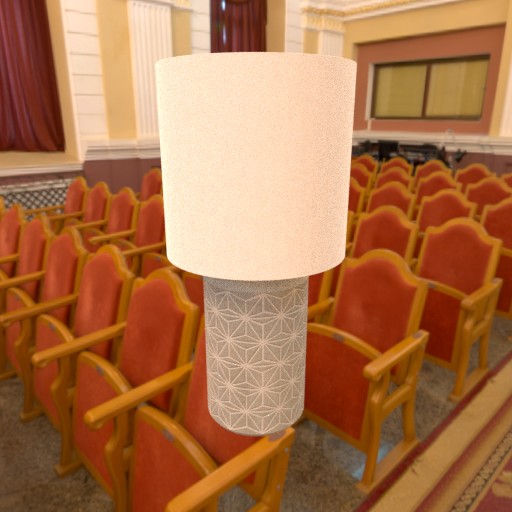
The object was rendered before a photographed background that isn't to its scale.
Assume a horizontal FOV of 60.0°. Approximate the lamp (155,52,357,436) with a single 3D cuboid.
[{"bbox_3d":[0.000,0.000,0.525,0.206,0.416,0.206,-15,23,-40],"label":"lamp"}]
